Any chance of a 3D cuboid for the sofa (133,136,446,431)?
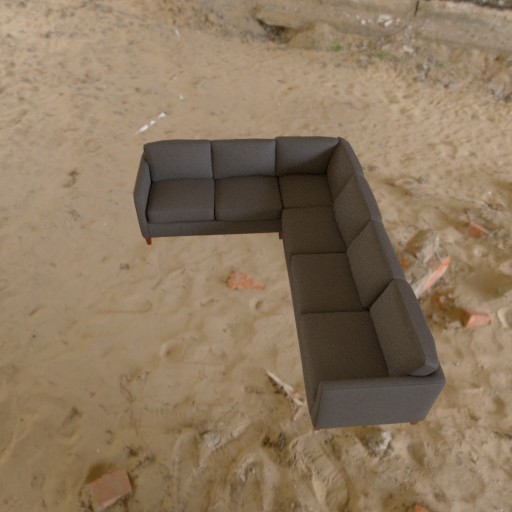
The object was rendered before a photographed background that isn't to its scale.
[{"bbox_3d":[0.000,0.000,4.410,2.593,0.947,3.302,-2,45,-3],"label":"sofa"}]
